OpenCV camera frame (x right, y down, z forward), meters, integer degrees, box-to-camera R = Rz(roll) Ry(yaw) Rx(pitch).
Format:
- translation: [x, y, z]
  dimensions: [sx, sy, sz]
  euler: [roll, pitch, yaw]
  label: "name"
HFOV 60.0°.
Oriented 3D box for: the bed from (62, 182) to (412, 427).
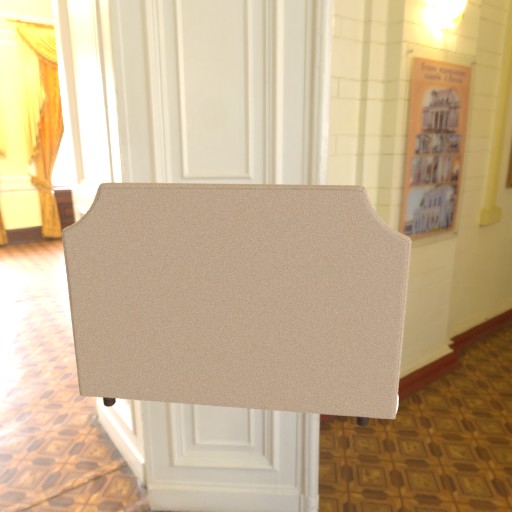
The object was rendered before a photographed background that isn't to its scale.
- translation: [0.000, 0.000, 4.177]
  dimensions: [2.350, 1.590, 2.773]
  euler: [2, 15, 7]
  label: "bed"
